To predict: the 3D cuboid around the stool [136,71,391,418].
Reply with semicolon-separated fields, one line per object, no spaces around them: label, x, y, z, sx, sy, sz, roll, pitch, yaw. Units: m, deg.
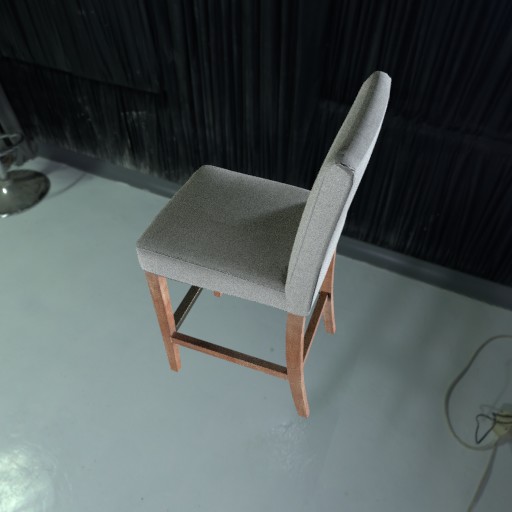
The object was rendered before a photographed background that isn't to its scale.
stool;0.000;0.000;1.393;0.570;1.088;0.439;16;49;14
